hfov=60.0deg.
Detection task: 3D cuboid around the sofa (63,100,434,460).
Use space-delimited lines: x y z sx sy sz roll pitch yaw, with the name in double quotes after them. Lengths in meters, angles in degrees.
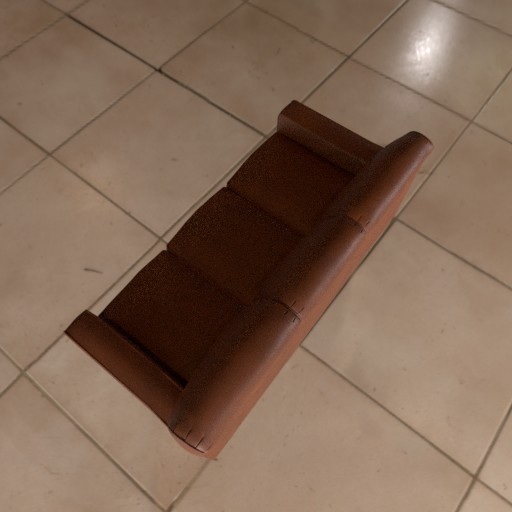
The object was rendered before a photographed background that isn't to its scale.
0.000 0.000 2.596 1.008 0.953 2.039 35 68 16 "sofa"
